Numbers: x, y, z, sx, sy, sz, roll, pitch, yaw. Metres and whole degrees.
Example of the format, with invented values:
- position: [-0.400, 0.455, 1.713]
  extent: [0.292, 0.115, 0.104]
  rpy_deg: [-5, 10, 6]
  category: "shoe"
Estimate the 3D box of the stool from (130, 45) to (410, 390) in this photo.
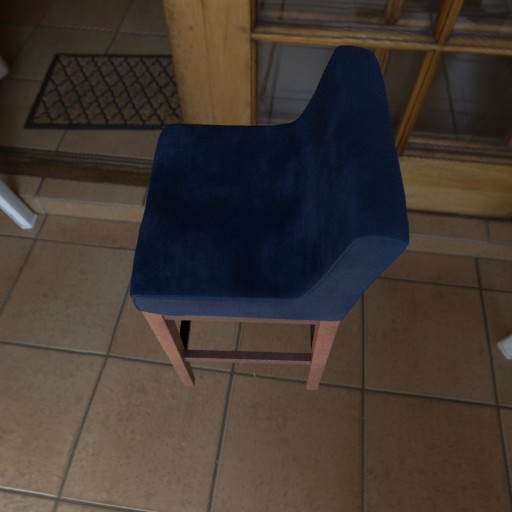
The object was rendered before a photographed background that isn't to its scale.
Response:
- position: [0.000, 0.000, 1.210]
  extent: [0.516, 0.945, 0.511]
  rpy_deg: [1, 58, 1]
  category: "stool"
